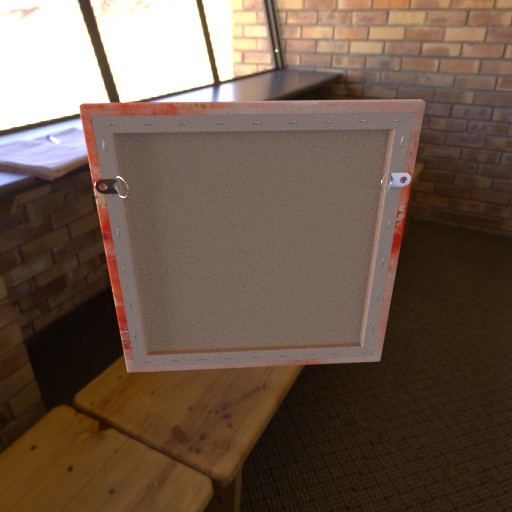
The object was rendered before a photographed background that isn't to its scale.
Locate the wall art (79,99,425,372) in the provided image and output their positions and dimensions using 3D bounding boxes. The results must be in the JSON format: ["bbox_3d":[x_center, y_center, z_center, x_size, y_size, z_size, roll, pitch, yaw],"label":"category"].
[{"bbox_3d":[0.000,0.000,1.326,0.878,0.878,0.066,-2,29,-3],"label":"wall art"}]
